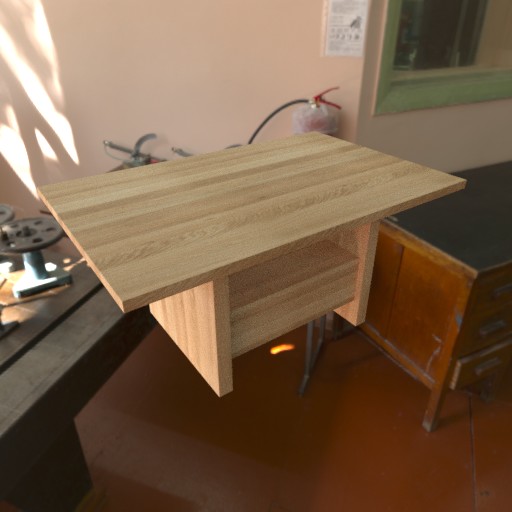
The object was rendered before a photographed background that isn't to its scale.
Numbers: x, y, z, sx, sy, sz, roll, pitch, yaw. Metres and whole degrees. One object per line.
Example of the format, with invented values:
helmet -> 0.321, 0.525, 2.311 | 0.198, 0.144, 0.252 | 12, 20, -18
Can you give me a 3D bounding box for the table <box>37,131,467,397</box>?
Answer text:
table -> 0.000, 0.000, 1.471 | 1.100, 0.510, 0.700 | -20, 36, -30
